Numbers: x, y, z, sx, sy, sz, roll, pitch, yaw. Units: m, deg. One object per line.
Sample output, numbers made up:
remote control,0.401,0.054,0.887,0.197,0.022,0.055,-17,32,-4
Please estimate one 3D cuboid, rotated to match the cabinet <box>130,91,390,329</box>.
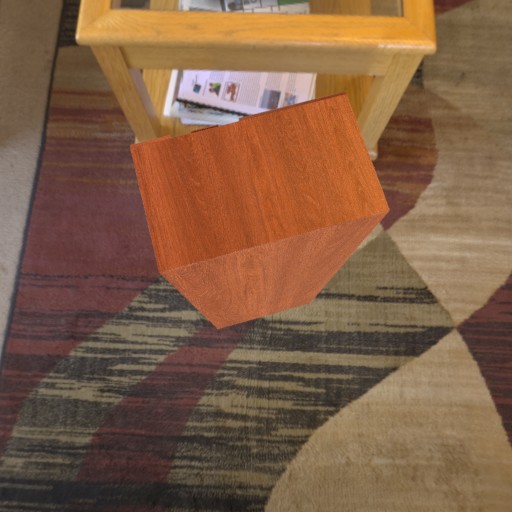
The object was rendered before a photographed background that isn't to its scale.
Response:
cabinet,0.000,0.000,2.227,0.660,1.980,0.420,-15,77,-4
